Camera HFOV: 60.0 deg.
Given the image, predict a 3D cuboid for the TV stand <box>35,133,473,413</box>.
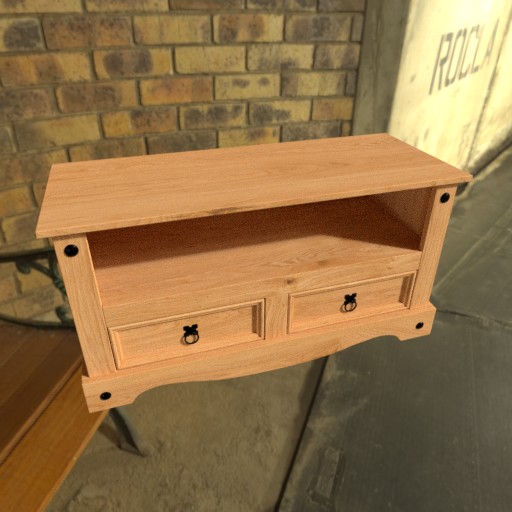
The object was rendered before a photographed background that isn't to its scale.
[{"bbox_3d":[0.000,0.000,1.358,1.080,0.550,0.440,-9,32,-15],"label":"TV stand"}]
